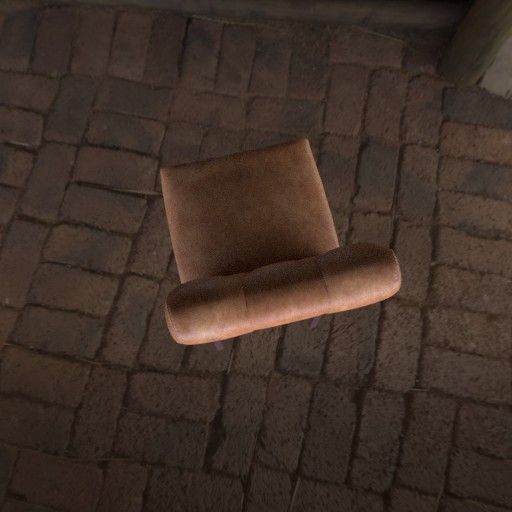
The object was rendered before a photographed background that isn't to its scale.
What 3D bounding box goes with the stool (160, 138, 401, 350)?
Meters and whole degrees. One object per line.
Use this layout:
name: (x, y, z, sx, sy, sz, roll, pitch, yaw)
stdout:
stool: (0.000, 0.000, 1.447, 0.493, 1.140, 0.601, -13, 74, -4)
